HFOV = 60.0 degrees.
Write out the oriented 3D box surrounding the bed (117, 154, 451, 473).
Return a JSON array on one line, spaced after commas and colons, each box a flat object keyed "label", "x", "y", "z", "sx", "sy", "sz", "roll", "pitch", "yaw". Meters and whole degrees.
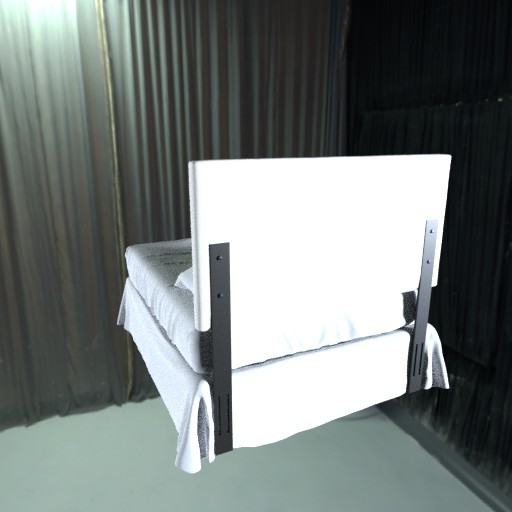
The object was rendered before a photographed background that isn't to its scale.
[{"label": "bed", "x": 0.000, "y": 0.000, "z": 3.406, "sx": 1.936, "sy": 1.577, "sz": 2.222, "roll": -7, "pitch": 17, "yaw": -25}]
